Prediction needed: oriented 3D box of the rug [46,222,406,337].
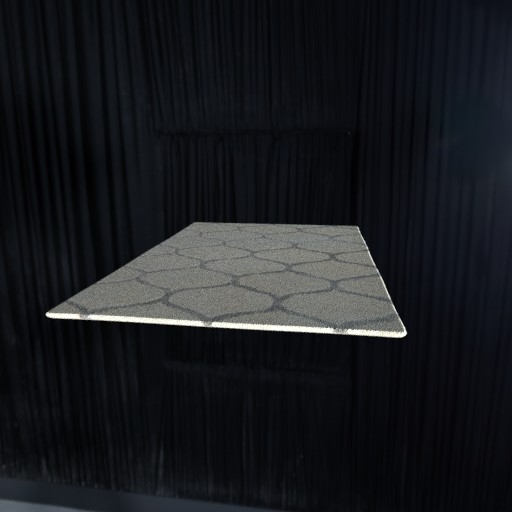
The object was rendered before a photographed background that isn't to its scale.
[{"bbox_3d":[0.000,0.000,2.921,1.501,0.024,2.348,2,14,8],"label":"rug"}]
